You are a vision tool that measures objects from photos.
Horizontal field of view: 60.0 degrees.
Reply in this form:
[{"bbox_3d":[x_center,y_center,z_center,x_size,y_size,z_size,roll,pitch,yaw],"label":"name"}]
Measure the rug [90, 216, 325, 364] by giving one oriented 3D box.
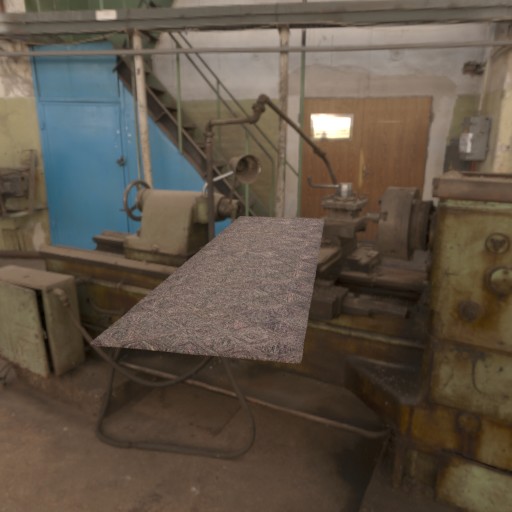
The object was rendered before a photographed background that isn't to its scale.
[{"bbox_3d":[0.000,0.000,2.474,0.691,0.011,2.296,3,16,10],"label":"rug"}]
